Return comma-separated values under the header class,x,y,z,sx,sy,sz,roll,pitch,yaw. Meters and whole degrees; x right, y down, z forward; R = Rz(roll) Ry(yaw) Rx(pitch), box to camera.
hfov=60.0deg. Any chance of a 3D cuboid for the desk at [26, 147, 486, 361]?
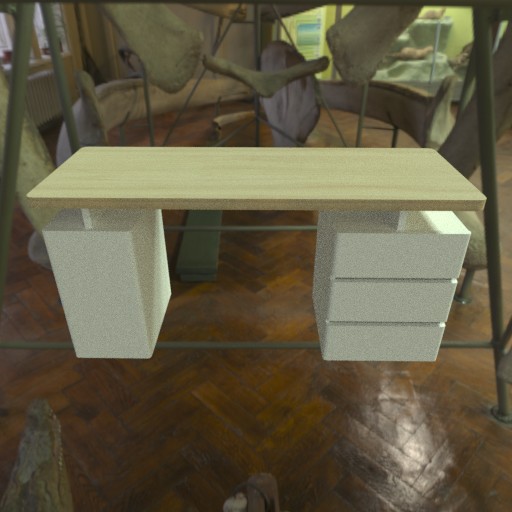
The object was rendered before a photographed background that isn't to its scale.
class,x,y,z,sx,sy,sz,roll,pitch,yaw
desk,0.000,0.000,1.853,1.500,0.755,0.550,0,31,1
